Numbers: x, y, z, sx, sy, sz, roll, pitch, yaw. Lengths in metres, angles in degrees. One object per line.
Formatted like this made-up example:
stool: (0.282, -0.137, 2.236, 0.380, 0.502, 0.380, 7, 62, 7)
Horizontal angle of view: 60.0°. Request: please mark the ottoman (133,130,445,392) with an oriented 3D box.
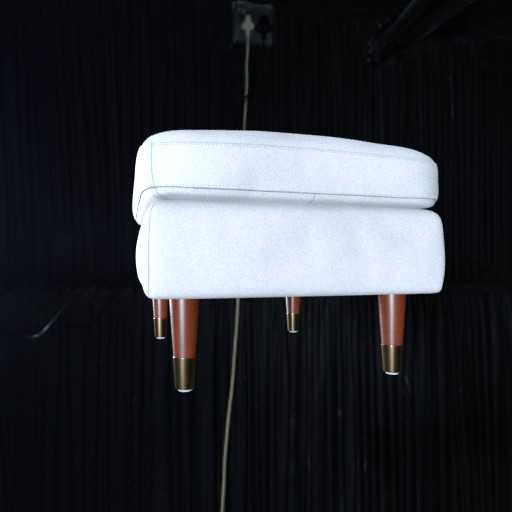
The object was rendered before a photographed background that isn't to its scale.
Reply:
ottoman: (0.000, 0.000, 1.111, 0.593, 0.478, 0.747, 0, -1, -16)
